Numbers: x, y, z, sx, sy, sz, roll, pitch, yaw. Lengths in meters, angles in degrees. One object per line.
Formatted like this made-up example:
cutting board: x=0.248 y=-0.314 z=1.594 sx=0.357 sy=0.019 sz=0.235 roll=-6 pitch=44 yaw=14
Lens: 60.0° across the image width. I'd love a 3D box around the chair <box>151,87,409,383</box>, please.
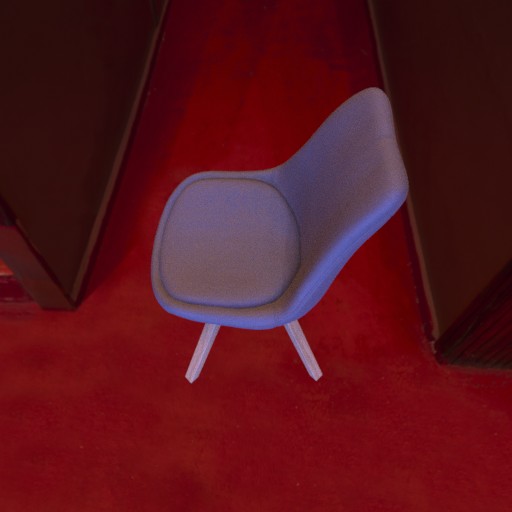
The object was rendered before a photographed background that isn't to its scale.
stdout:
chair: x=0.000 y=0.000 z=1.199 sx=0.547 sy=0.865 sz=0.483 roll=1 pitch=57 yaw=0
